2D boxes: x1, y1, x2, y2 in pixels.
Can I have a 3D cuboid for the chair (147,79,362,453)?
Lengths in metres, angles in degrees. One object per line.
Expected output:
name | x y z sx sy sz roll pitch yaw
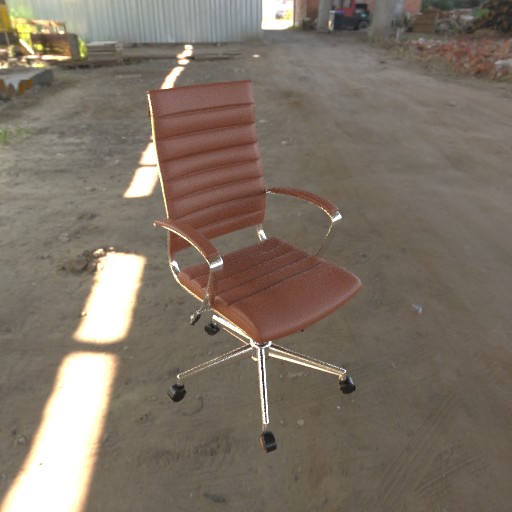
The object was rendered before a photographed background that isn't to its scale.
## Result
chair | 0.000 0.000 1.669 0.766 1.149 0.739 -21 35 -33
